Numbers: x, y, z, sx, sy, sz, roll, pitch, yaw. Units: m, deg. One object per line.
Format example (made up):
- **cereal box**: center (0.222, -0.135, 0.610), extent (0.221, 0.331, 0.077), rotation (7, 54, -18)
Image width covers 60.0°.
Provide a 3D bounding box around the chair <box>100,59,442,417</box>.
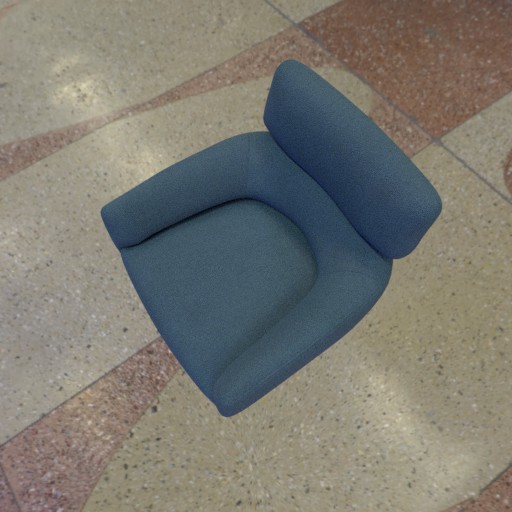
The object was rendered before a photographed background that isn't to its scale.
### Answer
- **chair**: center (0.000, 0.000, 1.417), extent (0.761, 0.813, 0.738), rotation (-32, 68, -15)
